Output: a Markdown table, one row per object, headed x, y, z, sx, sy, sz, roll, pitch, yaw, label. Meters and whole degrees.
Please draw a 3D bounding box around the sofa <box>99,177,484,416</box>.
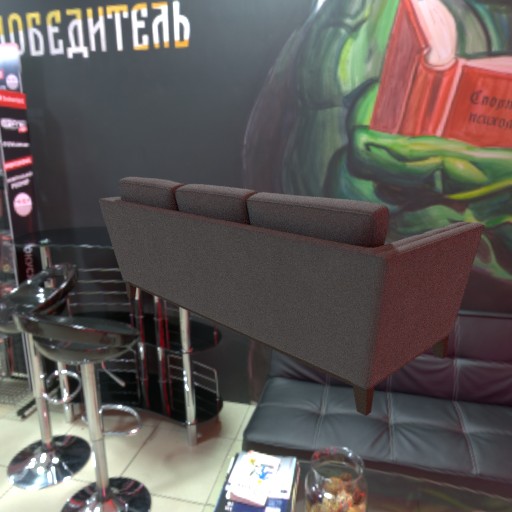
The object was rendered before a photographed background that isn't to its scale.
| x | y | z | sx | sy | sz | roll | pitch | yaw | label |
| --- | --- | --- | --- | --- | --- | --- | --- | --- | --- |
| 0.000 | 0.000 | 2.854 | 0.965 | 0.940 | 2.387 | -13 | 20 | -42 | sofa |
